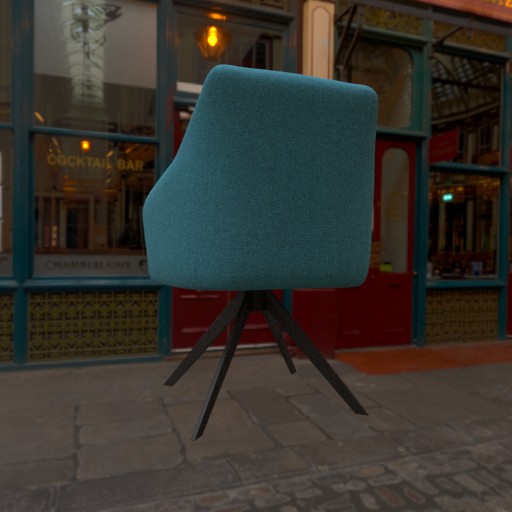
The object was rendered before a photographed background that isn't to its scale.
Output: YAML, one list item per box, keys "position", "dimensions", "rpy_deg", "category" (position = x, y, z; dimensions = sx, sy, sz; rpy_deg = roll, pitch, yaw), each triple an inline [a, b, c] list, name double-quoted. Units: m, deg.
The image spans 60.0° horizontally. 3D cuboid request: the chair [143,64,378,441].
- position: [0.000, 0.000, 1.355]
  dimensions: [0.642, 0.874, 0.677]
  rpy_deg: [0, 0, -20]
  category: "chair"
